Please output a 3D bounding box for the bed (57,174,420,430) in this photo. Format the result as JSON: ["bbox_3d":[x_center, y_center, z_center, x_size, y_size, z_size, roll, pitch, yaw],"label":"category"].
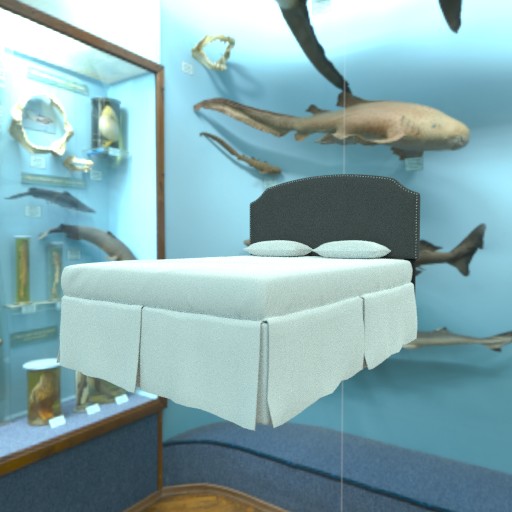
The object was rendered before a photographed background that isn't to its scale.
[{"bbox_3d":[0.000,0.000,2.898,1.558,1.270,1.999,2,3,36],"label":"bed"}]
